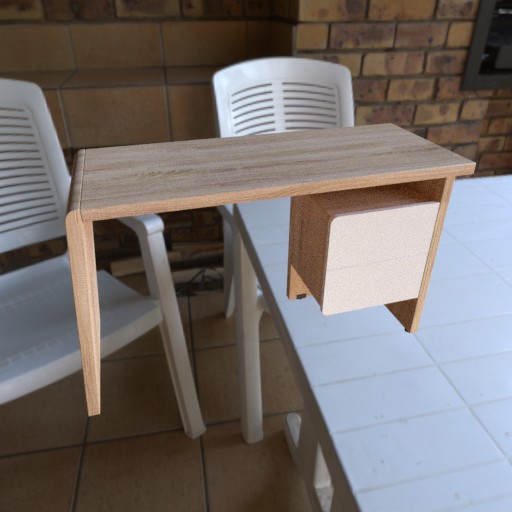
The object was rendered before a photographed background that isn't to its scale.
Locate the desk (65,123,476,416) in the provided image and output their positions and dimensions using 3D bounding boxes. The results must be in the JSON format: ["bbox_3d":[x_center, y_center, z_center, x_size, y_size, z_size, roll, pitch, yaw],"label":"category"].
[{"bbox_3d":[0.000,0.000,1.635,1.300,0.750,0.500,-9,32,-14],"label":"desk"}]
